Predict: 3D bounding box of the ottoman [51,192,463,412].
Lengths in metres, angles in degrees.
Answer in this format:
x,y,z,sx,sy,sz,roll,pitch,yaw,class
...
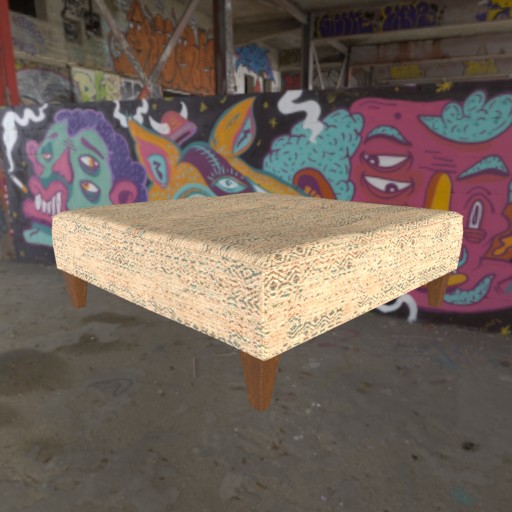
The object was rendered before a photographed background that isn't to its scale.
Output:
x,y,z,sx,sy,sz,roll,pitch,yaw,class
0.000,0.000,1.509,1.004,0.356,0.968,13,19,43,ottoman
